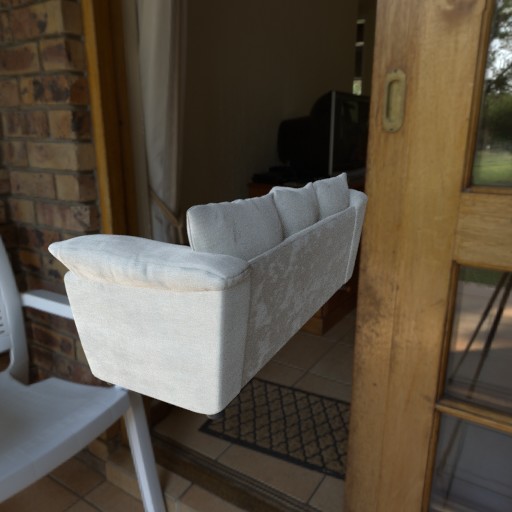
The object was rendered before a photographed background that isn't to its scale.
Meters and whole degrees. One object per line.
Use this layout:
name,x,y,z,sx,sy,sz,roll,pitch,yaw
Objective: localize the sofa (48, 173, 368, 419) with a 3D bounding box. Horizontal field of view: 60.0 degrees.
sofa,0.000,0.000,2.830,0.893,0.981,2.377,8,17,26
